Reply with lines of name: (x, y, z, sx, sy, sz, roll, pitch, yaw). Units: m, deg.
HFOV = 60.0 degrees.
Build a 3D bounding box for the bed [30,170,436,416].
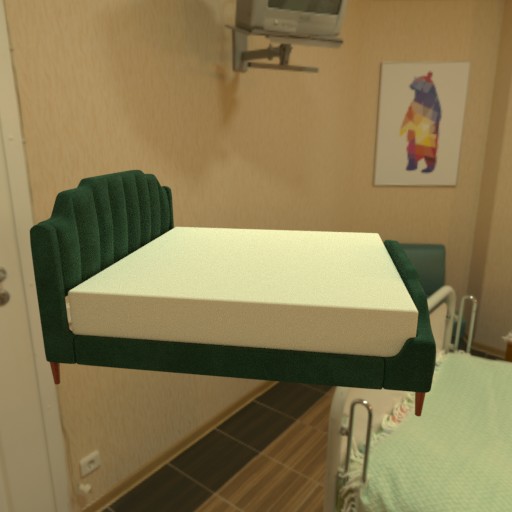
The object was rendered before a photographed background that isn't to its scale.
bed: (0.000, 0.000, 3.460, 2.340, 1.245, 2.074, 2, 15, 9)
